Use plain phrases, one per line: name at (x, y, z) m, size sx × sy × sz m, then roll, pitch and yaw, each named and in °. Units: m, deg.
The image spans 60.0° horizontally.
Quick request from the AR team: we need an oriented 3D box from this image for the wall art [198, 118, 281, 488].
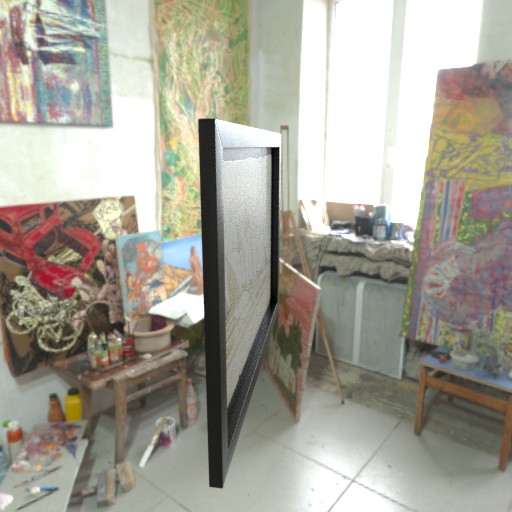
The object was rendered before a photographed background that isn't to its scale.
wall art at (0.000, 0.000, 0.558) m, size 0.013 × 0.306 × 0.440 m, roll 2°, pitch 14°, yaw 9°
